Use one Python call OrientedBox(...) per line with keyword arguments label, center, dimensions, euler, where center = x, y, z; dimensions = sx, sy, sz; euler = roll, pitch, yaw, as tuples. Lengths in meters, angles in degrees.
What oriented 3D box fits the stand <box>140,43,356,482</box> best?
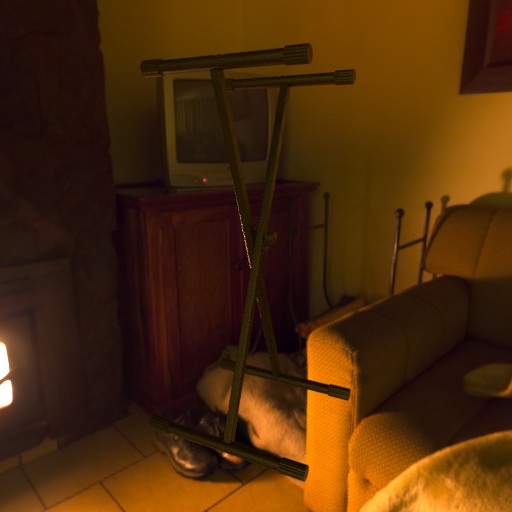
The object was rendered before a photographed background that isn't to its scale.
OrientedBox(label="stand", center=(0.000, 0.000, 1.174), dimensions=(0.449, 0.940, 0.409), euler=(7, 16, 26))
